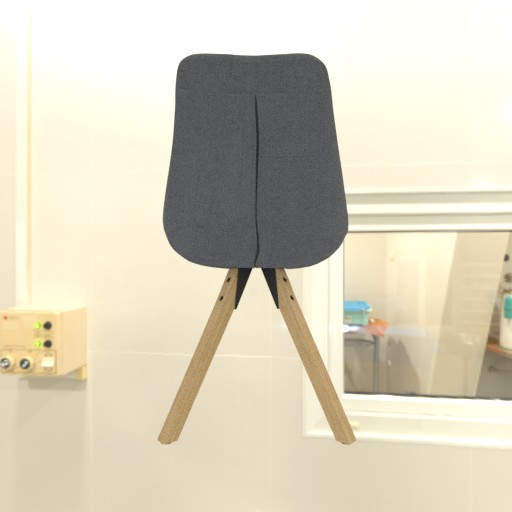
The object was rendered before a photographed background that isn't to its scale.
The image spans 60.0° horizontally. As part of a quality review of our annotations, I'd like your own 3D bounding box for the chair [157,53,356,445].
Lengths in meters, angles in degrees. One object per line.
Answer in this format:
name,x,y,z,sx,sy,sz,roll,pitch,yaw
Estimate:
chair,0.000,0.000,1.180,0.485,0.850,0.550,0,0,0
